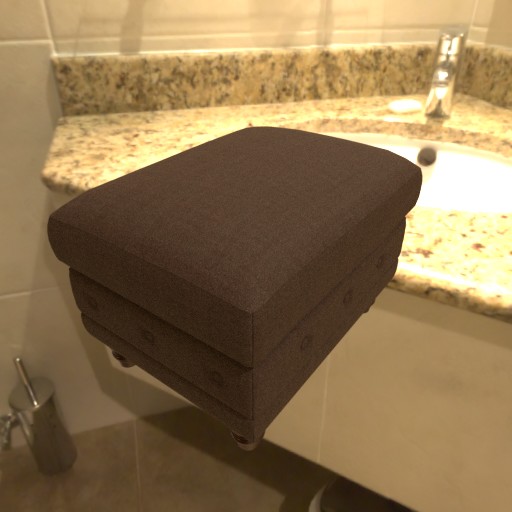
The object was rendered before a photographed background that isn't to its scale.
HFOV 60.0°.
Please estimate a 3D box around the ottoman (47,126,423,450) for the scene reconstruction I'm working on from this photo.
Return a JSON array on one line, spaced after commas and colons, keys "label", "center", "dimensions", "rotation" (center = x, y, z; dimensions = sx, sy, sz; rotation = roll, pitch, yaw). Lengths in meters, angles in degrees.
[{"label": "ottoman", "center": [0.000, 0.000, 1.204], "dimensions": [0.599, 0.555, 0.809], "rotation": [22, 39, 30]}]
